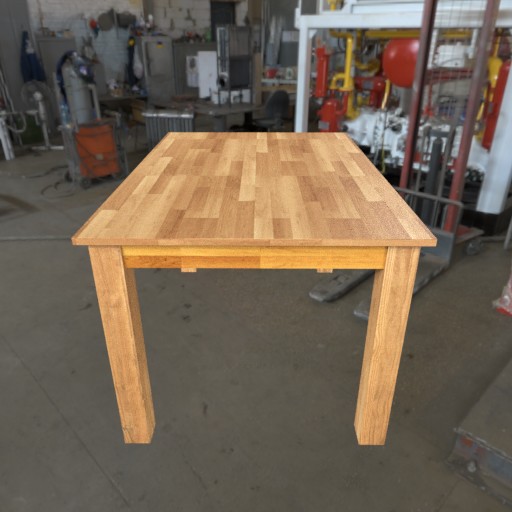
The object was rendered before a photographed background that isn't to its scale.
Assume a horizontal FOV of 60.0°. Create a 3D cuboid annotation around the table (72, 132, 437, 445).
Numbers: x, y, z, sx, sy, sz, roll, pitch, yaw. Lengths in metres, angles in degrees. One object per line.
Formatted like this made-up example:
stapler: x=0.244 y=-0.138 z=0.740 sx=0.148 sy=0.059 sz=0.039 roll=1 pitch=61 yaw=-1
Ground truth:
table: x=0.000 y=0.000 z=1.839 sx=0.900 sy=0.750 sz=1.300 roll=0 pitch=27 yaw=0
